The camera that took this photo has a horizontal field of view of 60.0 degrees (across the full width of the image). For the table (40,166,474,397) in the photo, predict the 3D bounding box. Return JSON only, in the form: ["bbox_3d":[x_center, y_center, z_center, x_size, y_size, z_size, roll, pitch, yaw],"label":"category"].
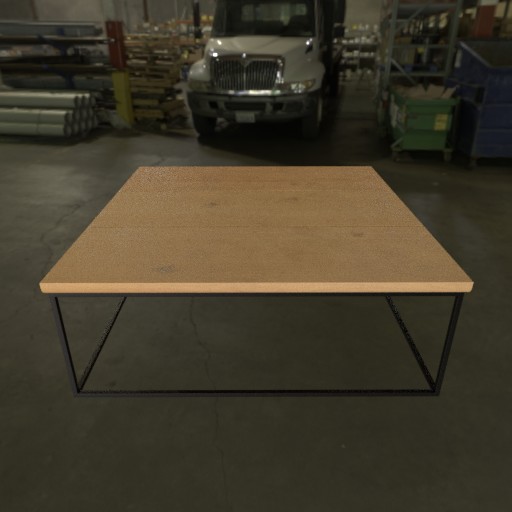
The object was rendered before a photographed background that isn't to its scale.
[{"bbox_3d":[0.000,0.000,1.703,1.100,0.400,1.100,0,27,0],"label":"table"}]
